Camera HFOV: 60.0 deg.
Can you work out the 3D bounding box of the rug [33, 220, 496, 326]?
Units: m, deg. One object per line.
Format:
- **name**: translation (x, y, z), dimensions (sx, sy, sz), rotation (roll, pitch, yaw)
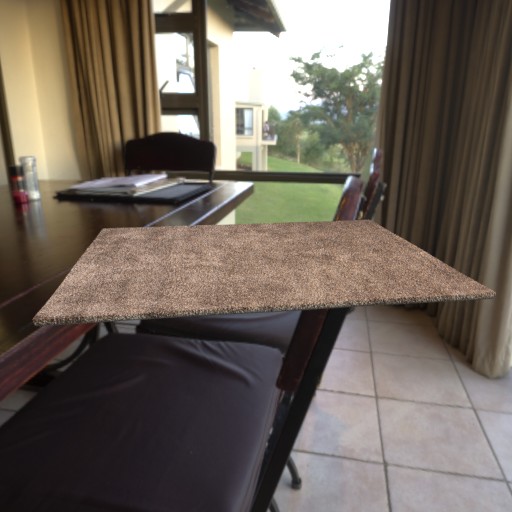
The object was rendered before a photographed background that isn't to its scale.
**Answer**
- **rug**: translation (0.000, 0.000, 2.074), dimensions (1.601, 0.025, 1.198), rotation (-2, 18, -8)
